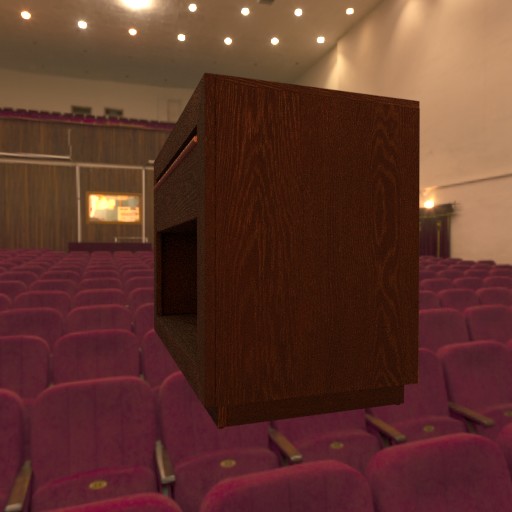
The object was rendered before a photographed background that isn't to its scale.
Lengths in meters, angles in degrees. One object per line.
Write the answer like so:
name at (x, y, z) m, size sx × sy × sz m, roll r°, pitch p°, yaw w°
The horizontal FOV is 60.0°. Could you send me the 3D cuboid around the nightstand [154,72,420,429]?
nightstand at (0.000, 0.000, 1.167) m, size 0.457 × 0.612 × 0.775 m, roll 0°, pitch 1°, yaw -19°
